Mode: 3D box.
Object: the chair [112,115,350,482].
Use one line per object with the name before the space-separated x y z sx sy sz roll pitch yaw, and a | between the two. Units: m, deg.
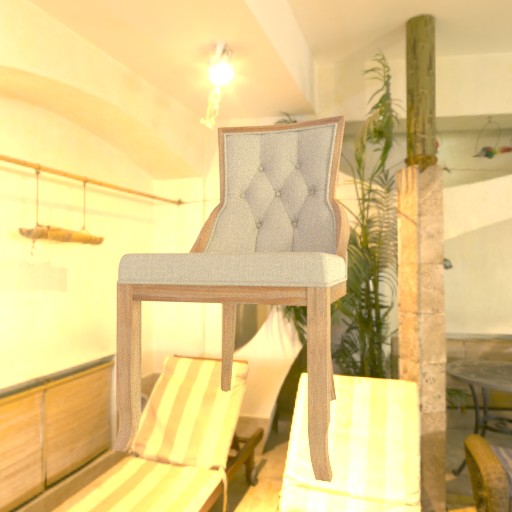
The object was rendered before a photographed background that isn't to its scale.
chair | 0.000 0.000 1.299 0.524 0.947 0.641 0 -1 17
